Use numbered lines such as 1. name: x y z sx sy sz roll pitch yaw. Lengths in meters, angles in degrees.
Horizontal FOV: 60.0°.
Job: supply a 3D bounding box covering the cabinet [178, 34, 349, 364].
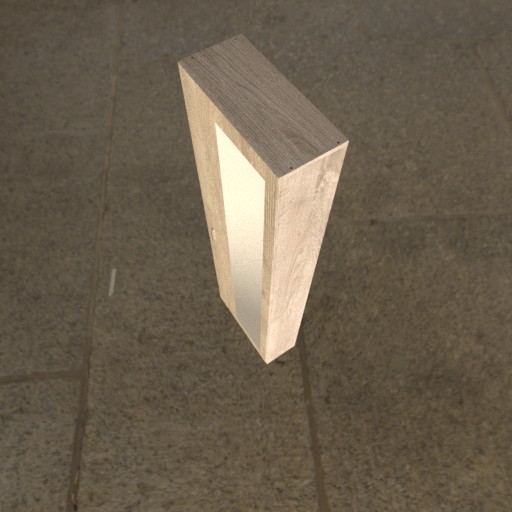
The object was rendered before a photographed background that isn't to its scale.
1. cabinet: 0.000 0.000 1.977 0.230 1.790 0.500 -31 66 -15
